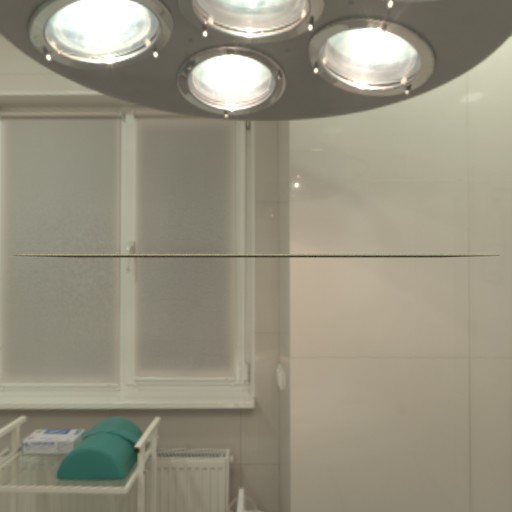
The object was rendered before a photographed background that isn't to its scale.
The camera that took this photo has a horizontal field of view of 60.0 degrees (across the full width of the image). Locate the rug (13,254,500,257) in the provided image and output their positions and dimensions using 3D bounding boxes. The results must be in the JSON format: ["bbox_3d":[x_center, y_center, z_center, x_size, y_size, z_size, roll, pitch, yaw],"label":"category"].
[{"bbox_3d":[0.000,0.000,2.583,2.435,0.009,0.750,0,-1,0],"label":"rug"}]
